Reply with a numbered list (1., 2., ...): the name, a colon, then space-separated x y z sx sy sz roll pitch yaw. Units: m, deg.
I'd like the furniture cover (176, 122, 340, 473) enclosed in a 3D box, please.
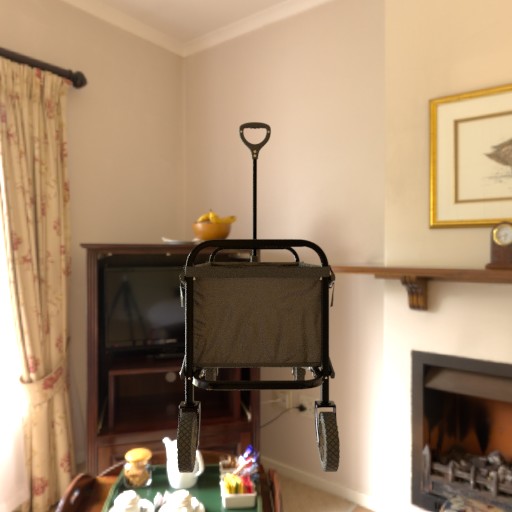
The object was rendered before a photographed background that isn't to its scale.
1. furniture cover: 0.000 0.000 1.783 0.532 1.295 1.038 0 0 -1
